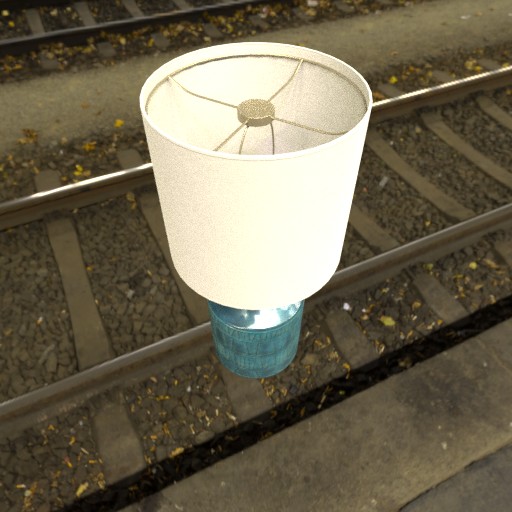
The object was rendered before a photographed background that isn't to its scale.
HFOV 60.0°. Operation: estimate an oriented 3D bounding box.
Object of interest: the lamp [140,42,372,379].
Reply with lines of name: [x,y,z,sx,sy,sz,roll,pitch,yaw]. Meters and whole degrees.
lamp: [0.000,0.000,0.576,0.211,0.455,0.211,35,56,27]
